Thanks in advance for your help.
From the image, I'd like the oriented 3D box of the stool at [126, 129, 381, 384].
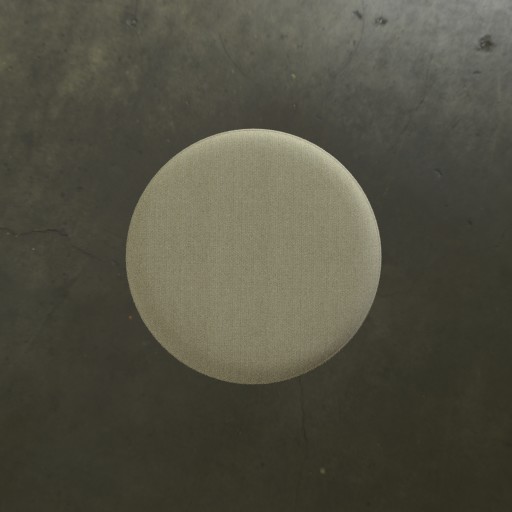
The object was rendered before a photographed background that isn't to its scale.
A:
[{"bbox_3d":[0.000,0.000,1.076,0.446,0.758,0.446,0,90,1],"label":"stool"}]
